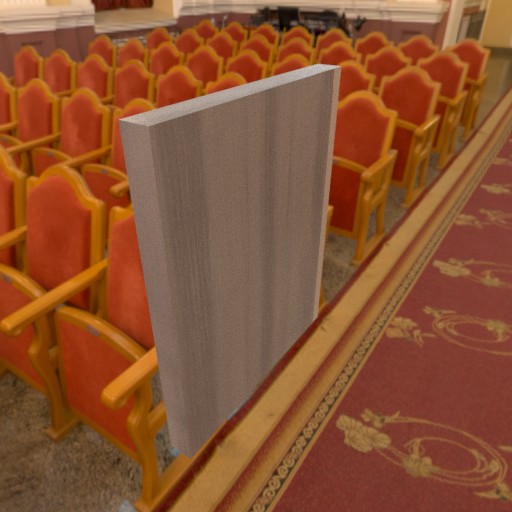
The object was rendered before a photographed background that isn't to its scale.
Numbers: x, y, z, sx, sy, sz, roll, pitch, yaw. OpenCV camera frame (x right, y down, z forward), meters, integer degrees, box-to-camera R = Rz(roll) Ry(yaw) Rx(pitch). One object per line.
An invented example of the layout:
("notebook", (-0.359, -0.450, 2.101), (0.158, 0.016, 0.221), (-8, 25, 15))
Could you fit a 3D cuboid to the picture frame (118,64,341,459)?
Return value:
("picture frame", (0.000, 0.000, 0.763), (0.046, 0.555, 0.449), (20, 37, 29))
